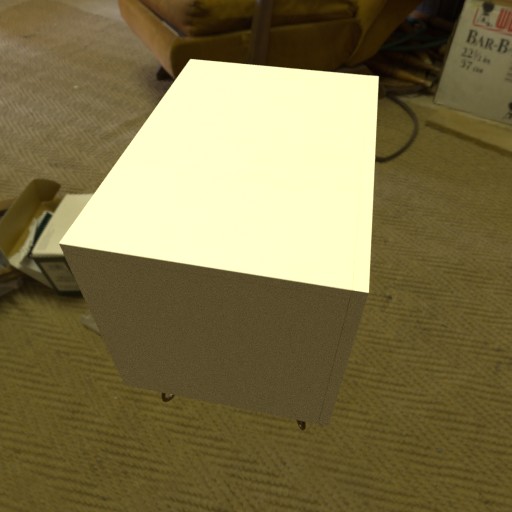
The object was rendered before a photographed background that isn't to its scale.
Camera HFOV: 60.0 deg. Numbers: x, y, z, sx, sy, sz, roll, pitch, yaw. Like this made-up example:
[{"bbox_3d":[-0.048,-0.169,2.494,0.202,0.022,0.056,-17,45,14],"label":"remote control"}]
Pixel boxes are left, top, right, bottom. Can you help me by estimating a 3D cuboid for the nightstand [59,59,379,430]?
[{"bbox_3d":[0.000,0.000,1.020,0.447,0.604,0.614,9,48,8],"label":"nightstand"}]
